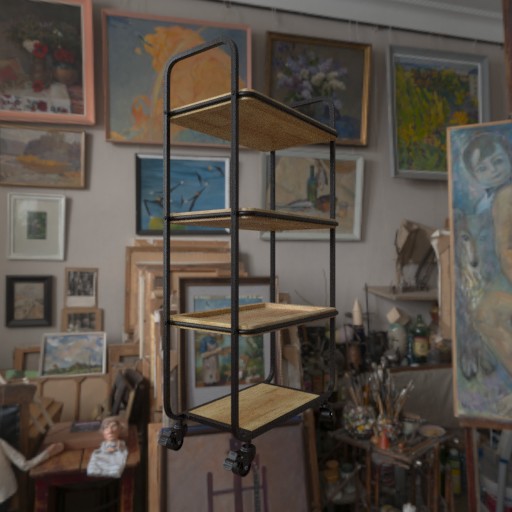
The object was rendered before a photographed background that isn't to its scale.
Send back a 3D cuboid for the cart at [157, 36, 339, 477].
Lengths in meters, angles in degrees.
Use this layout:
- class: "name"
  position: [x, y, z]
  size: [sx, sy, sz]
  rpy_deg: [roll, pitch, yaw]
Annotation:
- class: "cart"
  position: [0.000, 0.000, 1.340]
  size: [0.321, 1.080, 0.545]
  rpy_deg: [0, 0, 37]
